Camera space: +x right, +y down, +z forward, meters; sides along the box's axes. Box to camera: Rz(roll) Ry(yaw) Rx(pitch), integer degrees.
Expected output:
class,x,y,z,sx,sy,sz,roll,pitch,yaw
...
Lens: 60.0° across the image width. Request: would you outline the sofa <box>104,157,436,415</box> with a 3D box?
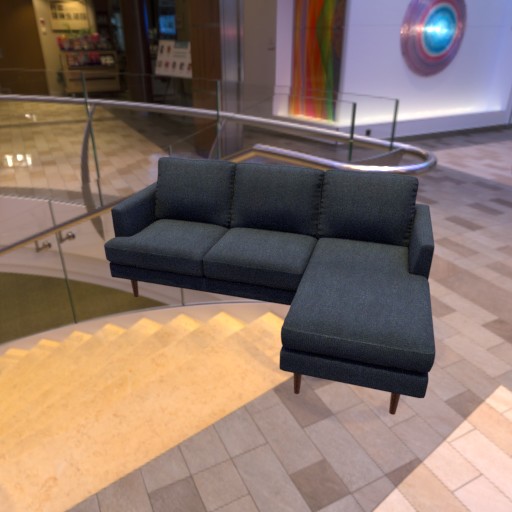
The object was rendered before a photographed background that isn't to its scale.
class,x,y,z,sx,sy,sz,roll,pitch,yaw
sofa,0.000,0.000,3.010,2.233,0.956,1.504,8,28,15
